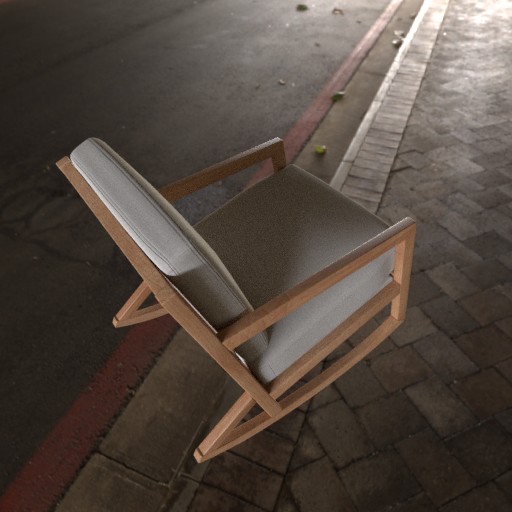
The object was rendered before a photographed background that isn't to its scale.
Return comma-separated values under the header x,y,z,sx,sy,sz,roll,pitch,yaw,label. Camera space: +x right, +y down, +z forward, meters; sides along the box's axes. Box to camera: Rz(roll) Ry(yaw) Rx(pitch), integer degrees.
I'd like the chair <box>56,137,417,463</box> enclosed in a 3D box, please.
x,y,z,sx,sy,sz,roll,pitch,yaw,label
0.000,0.000,1.381,0.857,0.790,0.622,-25,47,-26,chair
